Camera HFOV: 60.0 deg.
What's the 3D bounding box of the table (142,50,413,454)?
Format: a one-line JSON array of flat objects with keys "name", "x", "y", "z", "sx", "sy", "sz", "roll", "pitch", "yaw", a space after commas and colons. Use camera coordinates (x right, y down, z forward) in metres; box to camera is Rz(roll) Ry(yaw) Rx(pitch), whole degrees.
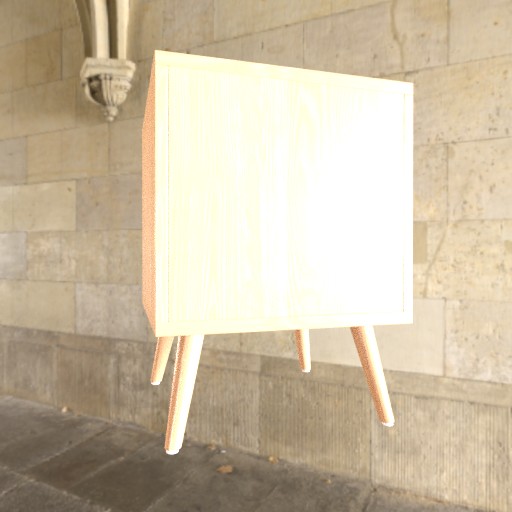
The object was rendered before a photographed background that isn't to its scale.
[{"name": "table", "x": 0.000, "y": 0.000, "z": 0.837, "sx": 0.400, "sy": 0.550, "sz": 0.400, "roll": 0, "pitch": 0, "yaw": -17}]
